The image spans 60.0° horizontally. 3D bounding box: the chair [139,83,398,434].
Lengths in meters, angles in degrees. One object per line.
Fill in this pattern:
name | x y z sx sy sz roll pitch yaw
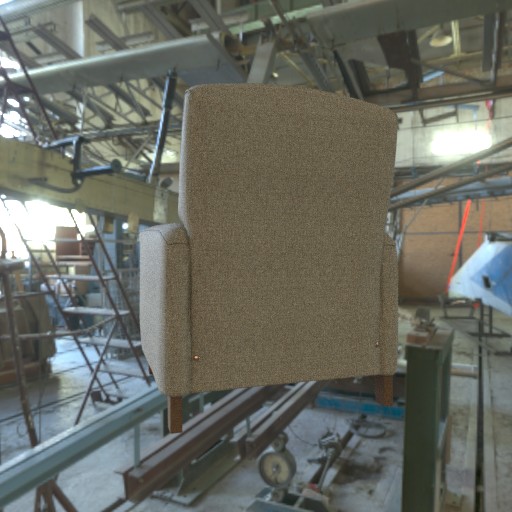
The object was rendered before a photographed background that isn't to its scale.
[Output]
chair | 0.000 0.000 1.705 0.848 1.014 0.864 0 0 -19
